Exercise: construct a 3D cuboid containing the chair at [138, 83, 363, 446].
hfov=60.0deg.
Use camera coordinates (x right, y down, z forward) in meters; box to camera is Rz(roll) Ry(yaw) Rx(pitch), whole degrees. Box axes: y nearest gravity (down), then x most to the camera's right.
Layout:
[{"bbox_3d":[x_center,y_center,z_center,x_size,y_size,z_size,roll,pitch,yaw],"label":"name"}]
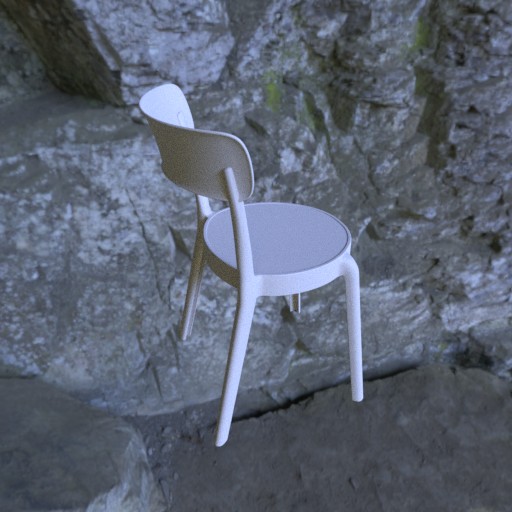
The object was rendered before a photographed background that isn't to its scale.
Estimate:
[{"bbox_3d":[0.000,0.000,1.153,0.491,0.790,0.506,-11,32,-17],"label":"chair"}]
